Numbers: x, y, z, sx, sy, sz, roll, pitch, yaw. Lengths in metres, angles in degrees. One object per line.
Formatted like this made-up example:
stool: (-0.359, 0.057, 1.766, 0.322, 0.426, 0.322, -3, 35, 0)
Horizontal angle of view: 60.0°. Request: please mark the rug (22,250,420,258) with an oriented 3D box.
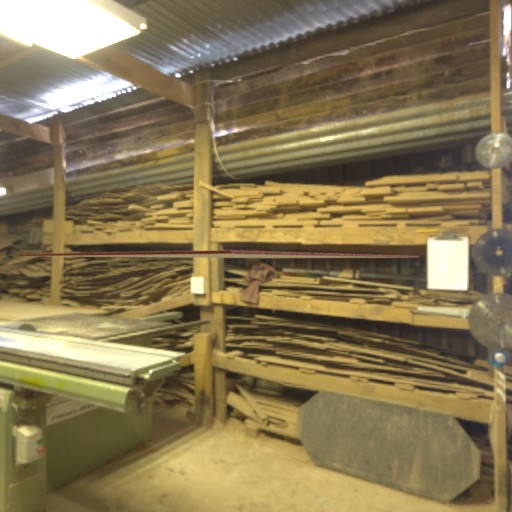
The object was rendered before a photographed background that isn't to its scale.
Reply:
rug: (0.000, 0.000, 3.054, 1.524, 0.014, 2.438, 0, -1, 36)
